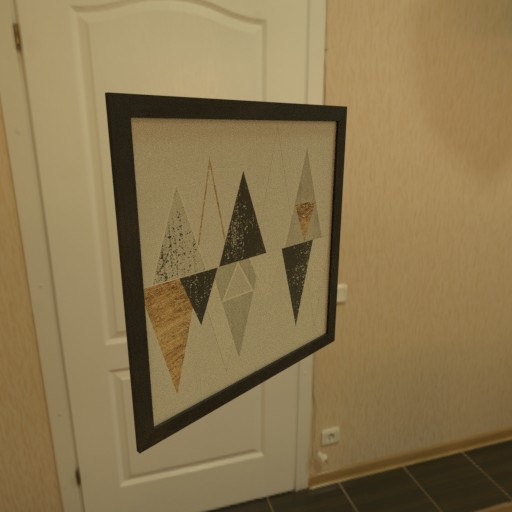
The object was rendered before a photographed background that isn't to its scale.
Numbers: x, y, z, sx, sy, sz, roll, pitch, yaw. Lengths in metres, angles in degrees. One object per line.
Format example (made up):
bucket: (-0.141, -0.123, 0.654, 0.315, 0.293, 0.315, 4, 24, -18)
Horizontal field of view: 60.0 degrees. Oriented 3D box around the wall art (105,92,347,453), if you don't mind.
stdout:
wall art: (0.000, 0.000, 1.248, 0.013, 0.823, 0.823, 15, 22, 42)
